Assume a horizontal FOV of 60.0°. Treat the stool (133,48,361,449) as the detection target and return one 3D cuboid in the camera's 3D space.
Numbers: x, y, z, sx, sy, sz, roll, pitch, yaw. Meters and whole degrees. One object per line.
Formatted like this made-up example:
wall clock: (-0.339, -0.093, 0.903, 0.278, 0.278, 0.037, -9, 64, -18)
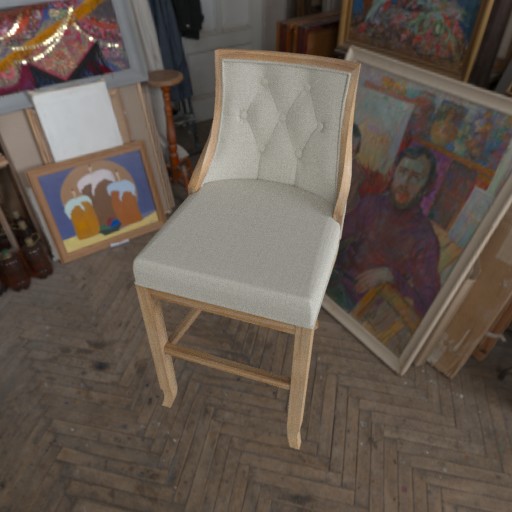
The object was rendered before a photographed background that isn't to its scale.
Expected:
stool: (0.000, 0.000, 1.453, 0.524, 1.101, 0.626, 12, 42, 14)
